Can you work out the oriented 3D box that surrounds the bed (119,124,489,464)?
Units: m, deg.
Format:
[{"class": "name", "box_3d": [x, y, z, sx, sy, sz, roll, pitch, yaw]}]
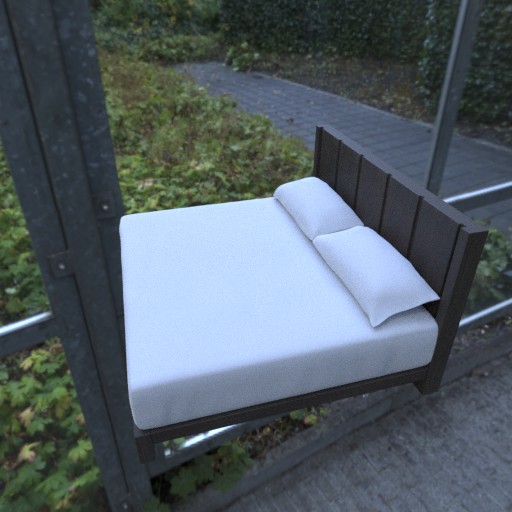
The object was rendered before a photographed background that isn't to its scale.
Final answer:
[{"class": "bed", "box_3d": [0.000, 0.000, 3.365, 2.012, 1.270, 2.134, -9, 33, -13]}]
